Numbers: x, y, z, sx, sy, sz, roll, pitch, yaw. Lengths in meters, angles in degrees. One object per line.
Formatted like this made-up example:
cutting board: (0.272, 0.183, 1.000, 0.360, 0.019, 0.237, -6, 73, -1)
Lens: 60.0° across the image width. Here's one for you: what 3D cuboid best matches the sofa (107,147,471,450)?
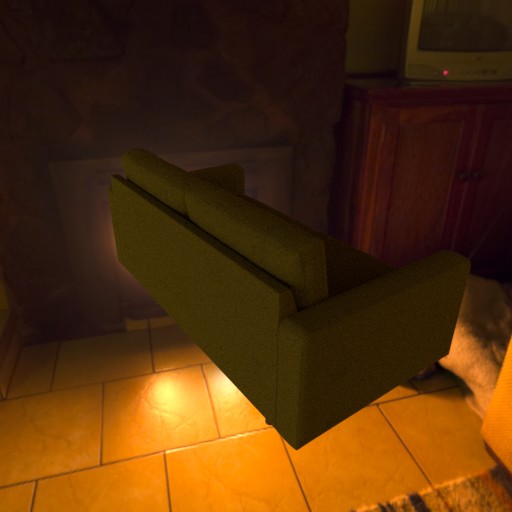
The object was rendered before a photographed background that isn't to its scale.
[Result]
sofa: (0.000, 0.000, 2.234, 0.889, 0.897, 1.730, -18, 32, -31)
